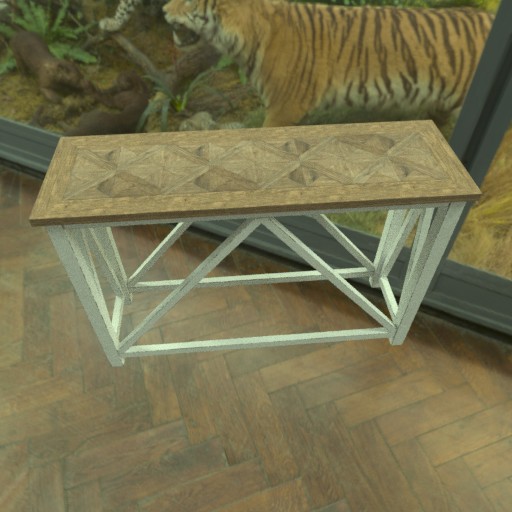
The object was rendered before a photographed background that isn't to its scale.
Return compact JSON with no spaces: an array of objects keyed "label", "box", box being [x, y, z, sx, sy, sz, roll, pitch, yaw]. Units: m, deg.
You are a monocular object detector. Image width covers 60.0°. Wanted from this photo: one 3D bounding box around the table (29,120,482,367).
[{"label":"table","box":[0.000,0.000,1.854,1.400,0.930,0.450,-4,47,-3]}]
